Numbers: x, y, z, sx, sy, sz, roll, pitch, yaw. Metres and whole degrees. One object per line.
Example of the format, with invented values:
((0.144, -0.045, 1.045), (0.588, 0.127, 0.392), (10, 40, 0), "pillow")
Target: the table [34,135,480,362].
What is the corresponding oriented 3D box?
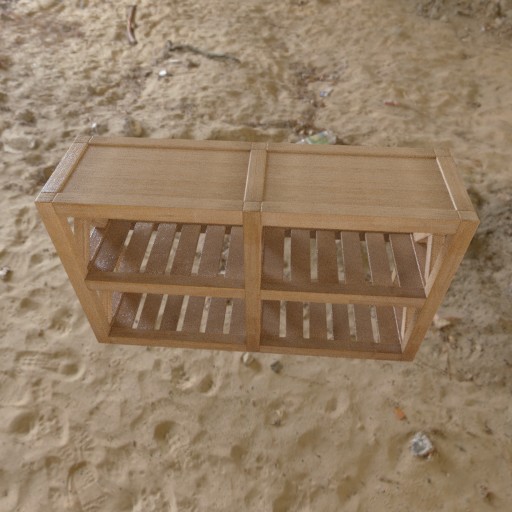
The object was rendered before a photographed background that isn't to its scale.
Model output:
((0.000, 0.000, 1.699), (1.320, 0.762, 0.381), (3, 46, 3), "table")
